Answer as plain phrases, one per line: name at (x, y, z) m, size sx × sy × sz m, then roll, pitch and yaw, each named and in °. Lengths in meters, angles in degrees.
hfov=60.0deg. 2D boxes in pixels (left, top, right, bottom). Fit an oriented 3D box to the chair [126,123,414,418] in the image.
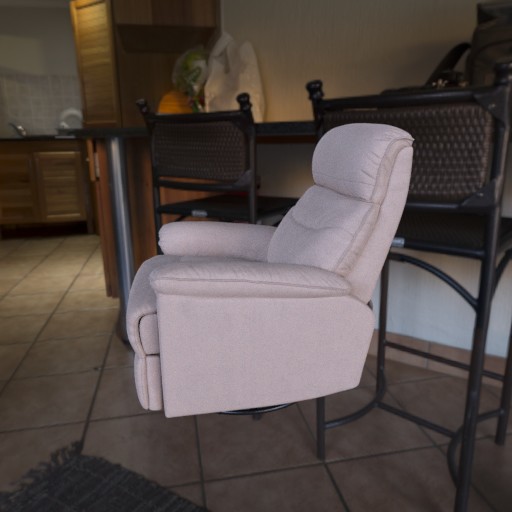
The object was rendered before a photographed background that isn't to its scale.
chair at (0.000, 0.000, 1.801) m, size 1.004 × 1.037 × 0.820 m, roll -2°, pitch 16°, yaw -9°
